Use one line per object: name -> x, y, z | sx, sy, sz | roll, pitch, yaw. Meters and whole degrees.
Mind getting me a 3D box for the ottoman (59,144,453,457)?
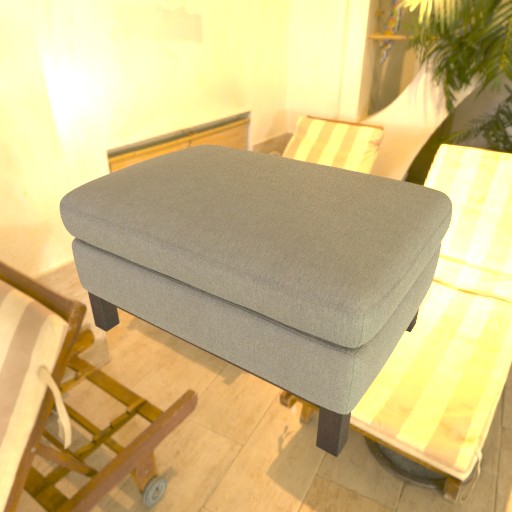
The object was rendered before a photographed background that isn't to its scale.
ottoman -> 0.000, 0.000, 1.027 | 0.735, 0.404, 0.528 | 18, 34, 29
